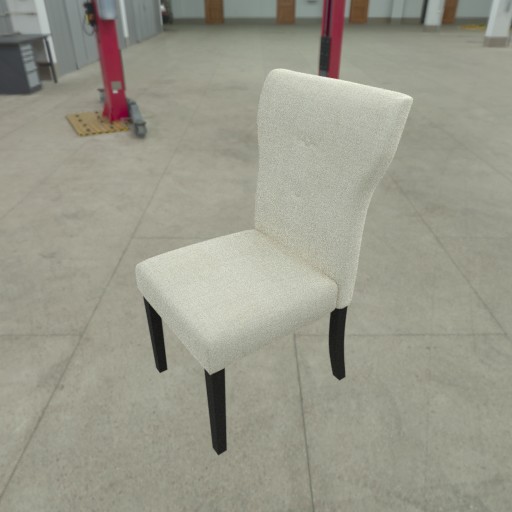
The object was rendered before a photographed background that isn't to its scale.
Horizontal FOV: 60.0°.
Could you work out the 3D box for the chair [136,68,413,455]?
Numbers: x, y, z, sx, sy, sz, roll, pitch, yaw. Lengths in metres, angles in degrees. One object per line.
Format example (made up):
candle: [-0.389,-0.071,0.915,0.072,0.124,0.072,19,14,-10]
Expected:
chair: [0.000,0.000,1.292,0.597,0.921,0.509,-20,36,-30]
